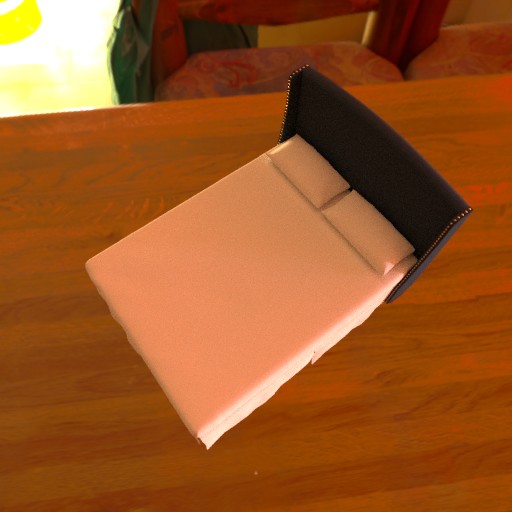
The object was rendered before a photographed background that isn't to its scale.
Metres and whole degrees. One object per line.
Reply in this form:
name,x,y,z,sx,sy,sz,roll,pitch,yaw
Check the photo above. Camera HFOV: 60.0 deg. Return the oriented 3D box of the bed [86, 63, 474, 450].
bed,0.000,0.000,3.261,2.223,1.402,1.604,-34,69,-15
